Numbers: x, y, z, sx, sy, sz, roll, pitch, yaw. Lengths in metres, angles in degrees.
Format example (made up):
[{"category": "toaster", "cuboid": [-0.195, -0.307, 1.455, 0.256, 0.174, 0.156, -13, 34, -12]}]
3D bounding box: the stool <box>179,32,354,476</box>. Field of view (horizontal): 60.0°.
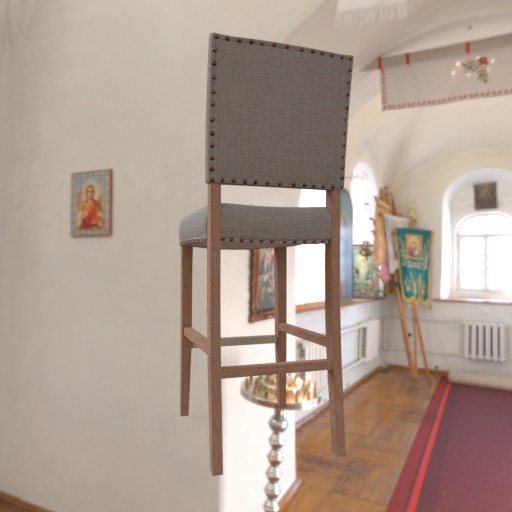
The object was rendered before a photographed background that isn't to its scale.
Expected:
[{"category": "stool", "cuboid": [0.000, 0.000, 1.506, 0.445, 1.203, 0.585, 0, -1, -18]}]
